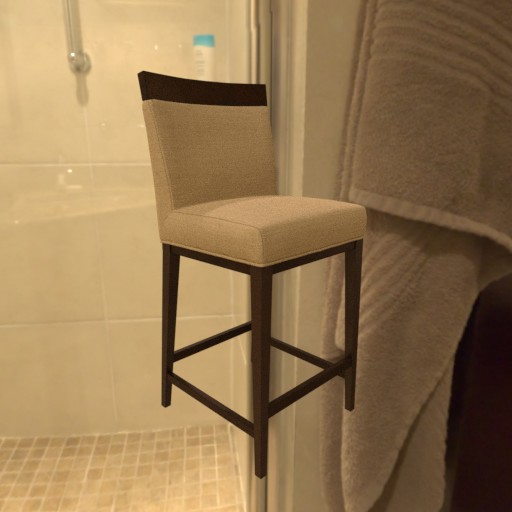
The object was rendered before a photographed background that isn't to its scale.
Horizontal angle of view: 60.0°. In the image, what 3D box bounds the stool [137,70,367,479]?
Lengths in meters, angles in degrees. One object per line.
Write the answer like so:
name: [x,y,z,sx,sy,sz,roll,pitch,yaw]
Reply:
stool: [0.000,0.000,1.445,0.511,1.117,0.531,-15,21,-43]
